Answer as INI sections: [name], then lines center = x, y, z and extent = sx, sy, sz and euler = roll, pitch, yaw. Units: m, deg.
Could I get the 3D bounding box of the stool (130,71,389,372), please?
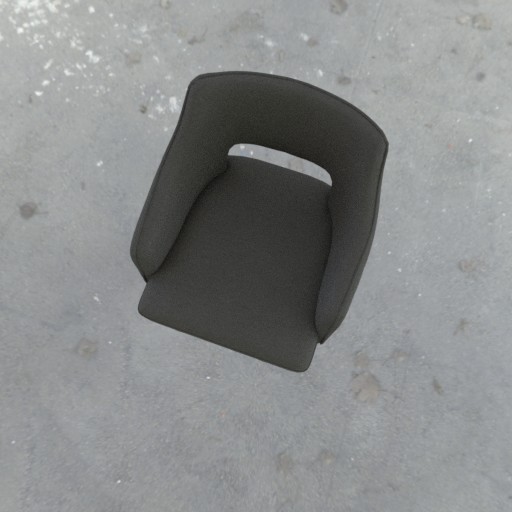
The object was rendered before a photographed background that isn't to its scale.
[stool]
center = 0.000, 0.000, 1.287
extent = 0.548, 0.912, 0.558
euler = 19, 75, 5
